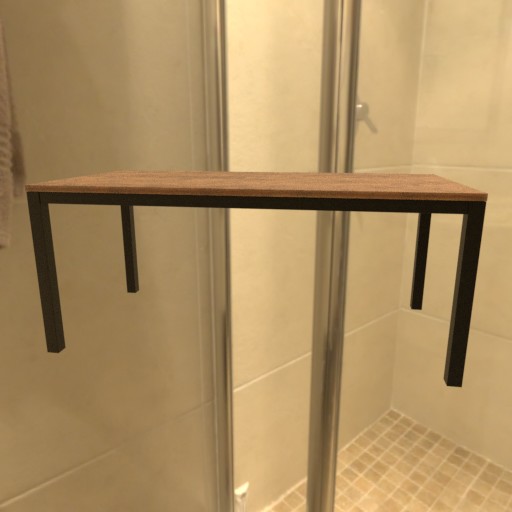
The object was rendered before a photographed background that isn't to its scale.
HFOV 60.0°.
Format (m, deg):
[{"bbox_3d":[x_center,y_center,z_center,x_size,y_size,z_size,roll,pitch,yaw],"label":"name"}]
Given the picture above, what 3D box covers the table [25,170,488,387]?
[{"bbox_3d":[0.000,0.000,2.227,1.805,0.767,0.893,2,15,9],"label":"table"}]
